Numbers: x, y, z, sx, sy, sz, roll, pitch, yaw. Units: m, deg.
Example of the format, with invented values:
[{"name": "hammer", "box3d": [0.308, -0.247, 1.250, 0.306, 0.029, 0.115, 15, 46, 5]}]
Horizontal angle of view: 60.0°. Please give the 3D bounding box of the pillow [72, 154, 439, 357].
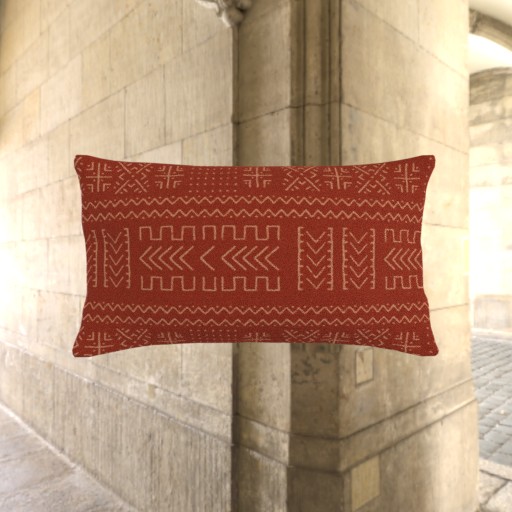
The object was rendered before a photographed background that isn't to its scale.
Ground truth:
[{"name": "pillow", "box3d": [0.000, 0.000, 0.765, 0.640, 0.352, 0.130, 0, 0, 0]}]
